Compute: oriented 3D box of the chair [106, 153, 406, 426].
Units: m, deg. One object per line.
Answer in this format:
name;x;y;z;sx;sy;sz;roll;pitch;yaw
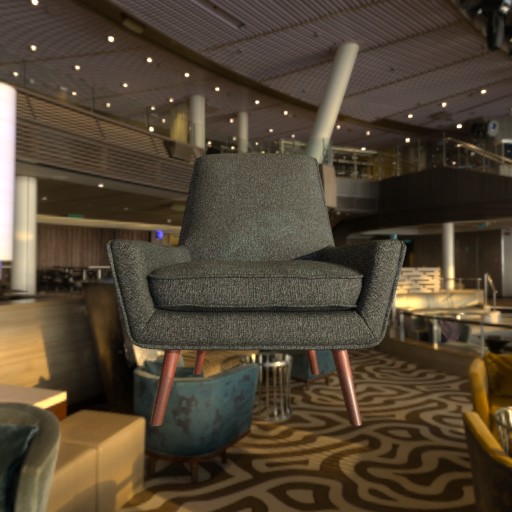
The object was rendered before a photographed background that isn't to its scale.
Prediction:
chair;0.000;0.000;1.523;0.763;0.883;0.859;0;-2;0
